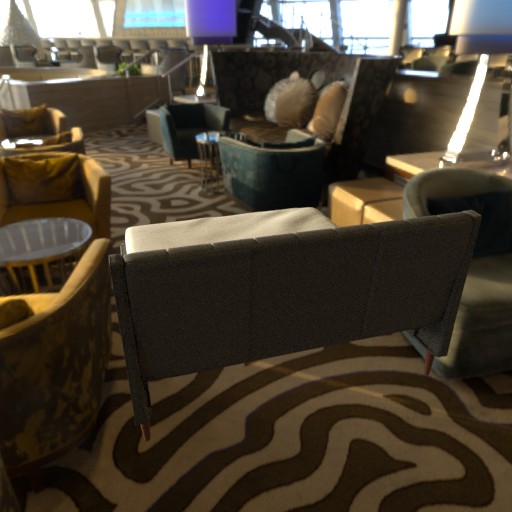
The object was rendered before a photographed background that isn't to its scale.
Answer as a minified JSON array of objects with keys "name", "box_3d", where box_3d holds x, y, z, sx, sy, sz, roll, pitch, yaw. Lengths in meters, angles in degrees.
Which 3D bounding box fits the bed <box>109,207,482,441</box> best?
[{"name":"bed","box_3d":[0.000,0.000,2.587,1.531,0.933,1.638,-8,27,-15]}]
